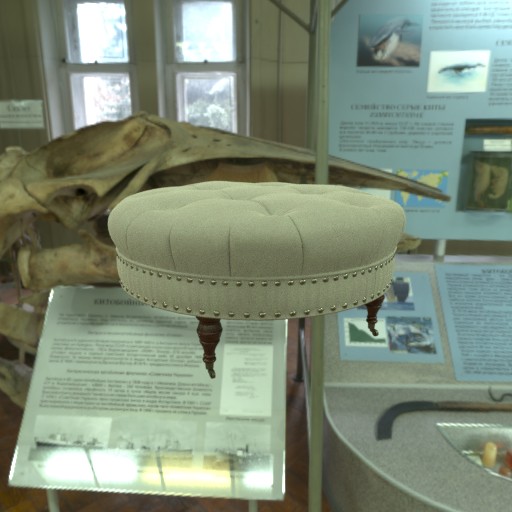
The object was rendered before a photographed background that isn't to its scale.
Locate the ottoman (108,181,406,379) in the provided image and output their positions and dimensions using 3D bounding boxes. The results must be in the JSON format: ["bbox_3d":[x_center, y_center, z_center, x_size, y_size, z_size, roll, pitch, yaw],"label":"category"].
[{"bbox_3d":[0.000,0.000,1.423,0.901,0.439,0.901,0,14,0],"label":"ottoman"}]
